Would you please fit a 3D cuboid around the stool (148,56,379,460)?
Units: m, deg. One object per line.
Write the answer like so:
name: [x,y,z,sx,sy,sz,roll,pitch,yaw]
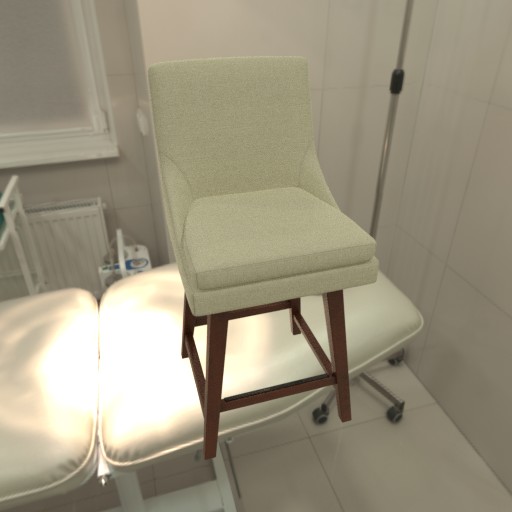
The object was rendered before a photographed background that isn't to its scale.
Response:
stool: [0.000,0.000,1.279,0.469,0.991,0.559,-9,33,-14]
